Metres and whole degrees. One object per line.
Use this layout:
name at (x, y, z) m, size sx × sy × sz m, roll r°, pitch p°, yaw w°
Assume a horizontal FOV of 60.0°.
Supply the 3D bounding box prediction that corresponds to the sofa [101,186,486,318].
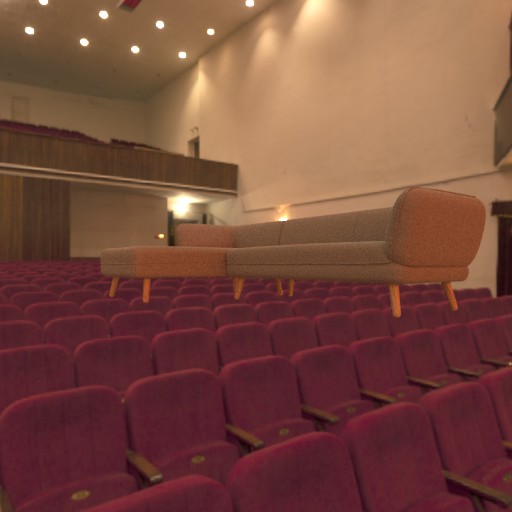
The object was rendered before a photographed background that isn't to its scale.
sofa at (0.000, 0.000, 3.268) m, size 1.532 × 0.693 × 2.653 m, roll 1°, pitch -1°, yaw -37°
